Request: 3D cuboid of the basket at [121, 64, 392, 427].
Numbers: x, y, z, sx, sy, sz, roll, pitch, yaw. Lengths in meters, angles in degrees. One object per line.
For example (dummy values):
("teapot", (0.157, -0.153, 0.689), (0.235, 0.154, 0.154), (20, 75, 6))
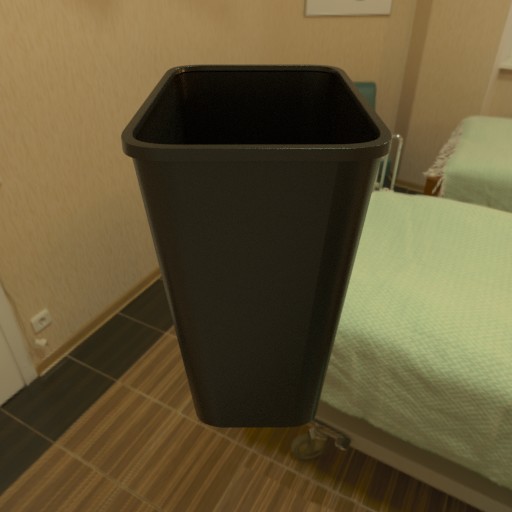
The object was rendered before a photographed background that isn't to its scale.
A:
("basket", (0.000, 0.000, 0.738), (0.287, 0.521, 0.394), (0, 34, 0))
